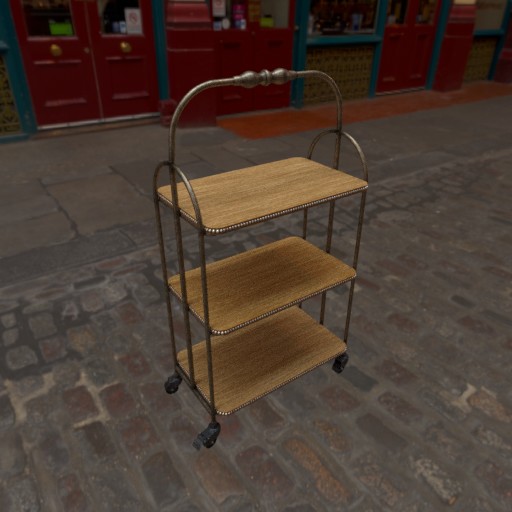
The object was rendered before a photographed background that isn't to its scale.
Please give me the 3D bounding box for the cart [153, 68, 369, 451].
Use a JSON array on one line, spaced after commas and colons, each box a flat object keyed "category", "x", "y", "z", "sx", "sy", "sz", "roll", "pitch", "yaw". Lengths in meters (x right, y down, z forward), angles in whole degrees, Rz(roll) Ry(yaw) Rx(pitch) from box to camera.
[{"category": "cart", "x": 0.000, "y": 0.000, "z": 1.352, "sx": 0.650, "sy": 1.052, "sz": 0.330, "roll": -19, "pitch": 35, "yaw": -30}]
